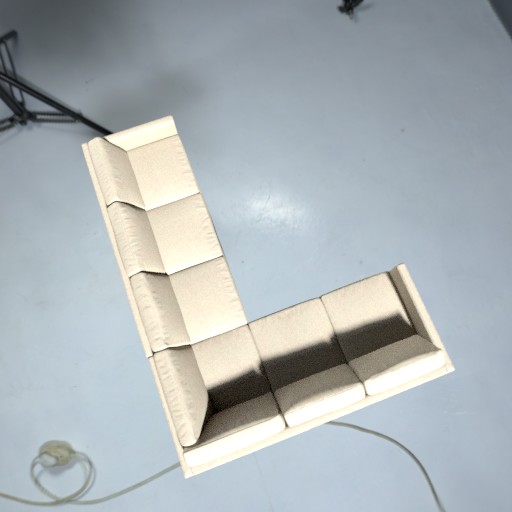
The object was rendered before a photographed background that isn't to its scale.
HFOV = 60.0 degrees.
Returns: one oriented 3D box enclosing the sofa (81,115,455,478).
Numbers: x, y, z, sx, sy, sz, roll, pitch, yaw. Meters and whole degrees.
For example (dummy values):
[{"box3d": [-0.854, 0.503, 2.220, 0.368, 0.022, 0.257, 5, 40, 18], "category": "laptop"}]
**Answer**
[{"box3d": [0.000, 0.000, 4.253, 2.432, 0.871, 3.182, -20, 76, -5], "category": "sofa"}]
